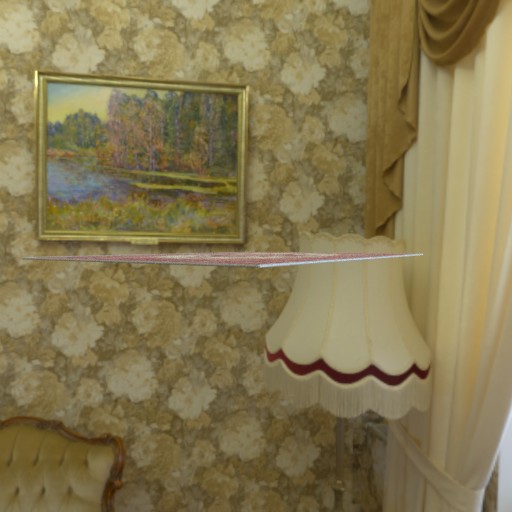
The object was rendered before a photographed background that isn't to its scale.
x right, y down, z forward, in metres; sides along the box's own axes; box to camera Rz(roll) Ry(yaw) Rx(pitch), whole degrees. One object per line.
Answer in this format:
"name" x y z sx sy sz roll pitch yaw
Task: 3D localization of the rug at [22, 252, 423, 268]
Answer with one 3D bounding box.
"rug" 0.000 0.000 3.707 2.005 0.014 2.878 1 2 34
